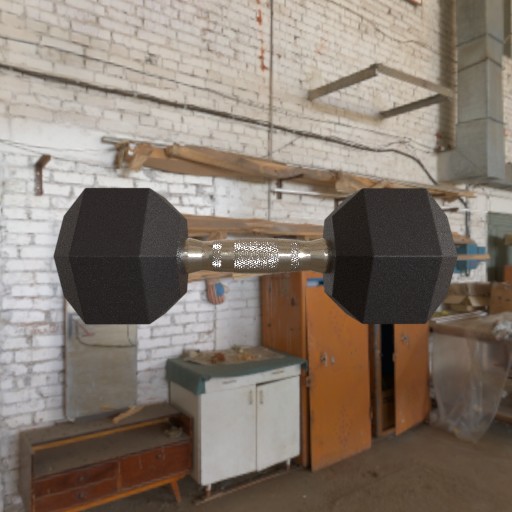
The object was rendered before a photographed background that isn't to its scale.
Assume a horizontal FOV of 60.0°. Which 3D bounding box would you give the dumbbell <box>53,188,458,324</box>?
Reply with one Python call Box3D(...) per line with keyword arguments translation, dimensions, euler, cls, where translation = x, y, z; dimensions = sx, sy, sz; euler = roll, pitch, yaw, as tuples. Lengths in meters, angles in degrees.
Box3D(translation=(0.000, 0.000, 0.433), dimensions=(0.356, 0.123, 0.141), euler=(0, 0, -1), cls="dumbbell")
